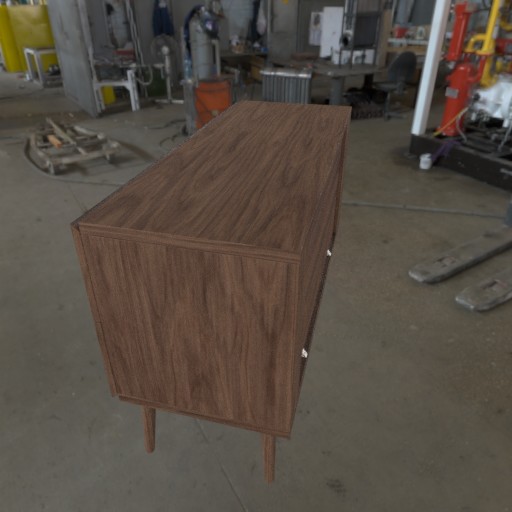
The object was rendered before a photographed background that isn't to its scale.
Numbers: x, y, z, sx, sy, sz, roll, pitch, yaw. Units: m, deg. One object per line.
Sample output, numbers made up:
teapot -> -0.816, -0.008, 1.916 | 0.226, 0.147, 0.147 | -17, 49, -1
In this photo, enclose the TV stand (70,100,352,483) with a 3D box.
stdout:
TV stand -> 0.000, 0.000, 1.300 | 0.405, 0.660, 0.990 | 8, 32, 13
